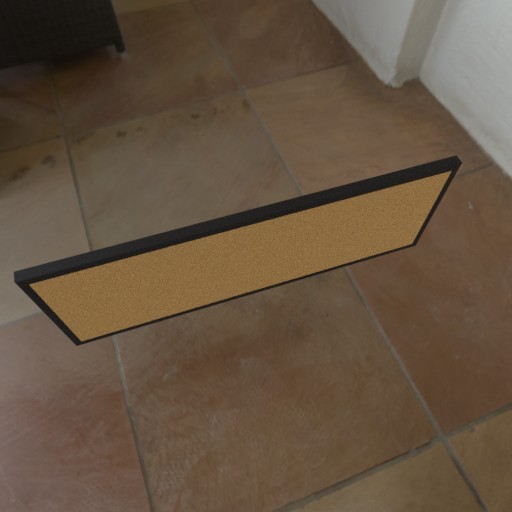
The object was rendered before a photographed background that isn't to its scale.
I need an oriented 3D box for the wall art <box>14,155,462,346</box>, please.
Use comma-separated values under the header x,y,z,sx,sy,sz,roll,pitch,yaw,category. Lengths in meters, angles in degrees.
x,y,z,sx,sy,sz,roll,pitch,yaw,category
0.000,0.000,1.732,1.572,0.554,0.041,-16,60,-10,wall art
